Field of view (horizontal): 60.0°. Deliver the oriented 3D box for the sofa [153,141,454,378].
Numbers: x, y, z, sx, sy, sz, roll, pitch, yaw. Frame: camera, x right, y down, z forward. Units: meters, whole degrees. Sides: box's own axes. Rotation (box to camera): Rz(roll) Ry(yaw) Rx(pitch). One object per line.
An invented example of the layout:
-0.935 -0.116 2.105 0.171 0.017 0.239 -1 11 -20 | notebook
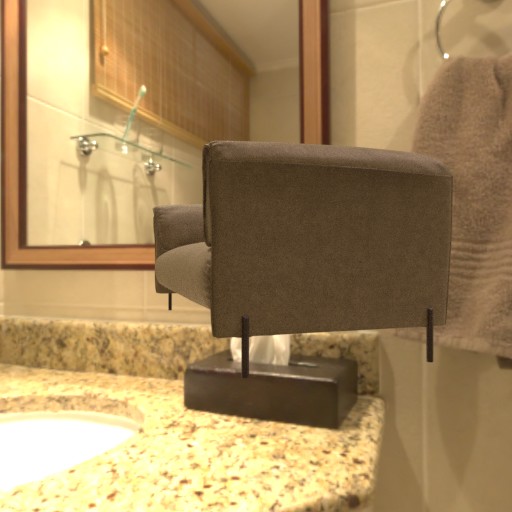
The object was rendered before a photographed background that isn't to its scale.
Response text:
0.000 0.000 2.312 0.905 0.747 1.878 0 0 -18 | sofa
